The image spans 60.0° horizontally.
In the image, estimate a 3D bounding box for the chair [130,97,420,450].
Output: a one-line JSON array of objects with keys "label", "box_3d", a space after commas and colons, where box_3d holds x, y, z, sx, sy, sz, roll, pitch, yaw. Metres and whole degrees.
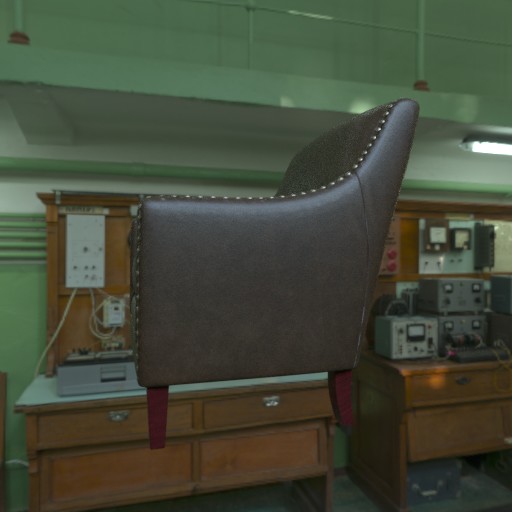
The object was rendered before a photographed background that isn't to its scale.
[{"label": "chair", "box_3d": [0.000, 0.000, 1.303, 0.704, 0.813, 0.639, 0, 0, -17]}]
